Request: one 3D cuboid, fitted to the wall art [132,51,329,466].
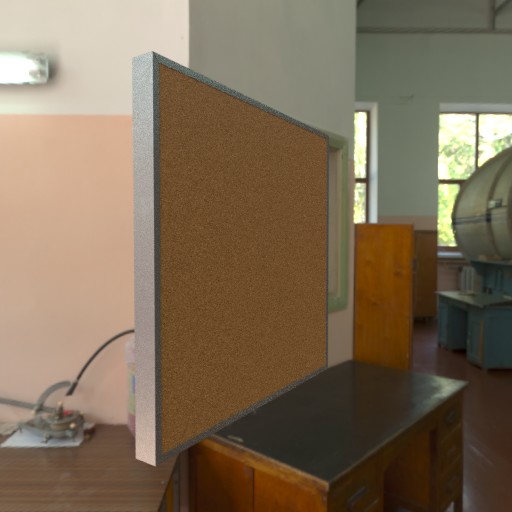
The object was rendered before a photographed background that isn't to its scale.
[{"bbox_3d":[0.000,0.000,0.524,0.028,0.349,0.349,1,2,34],"label":"wall art"}]
